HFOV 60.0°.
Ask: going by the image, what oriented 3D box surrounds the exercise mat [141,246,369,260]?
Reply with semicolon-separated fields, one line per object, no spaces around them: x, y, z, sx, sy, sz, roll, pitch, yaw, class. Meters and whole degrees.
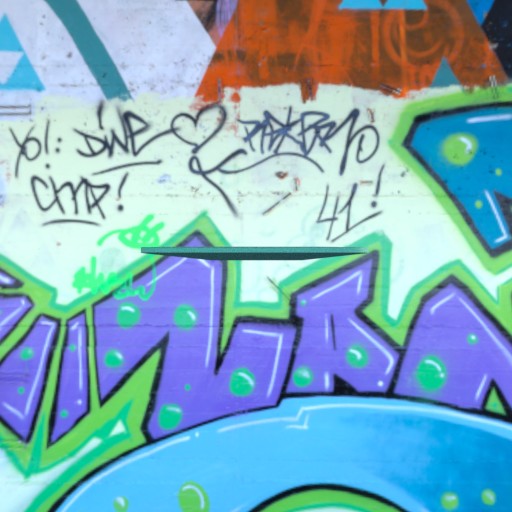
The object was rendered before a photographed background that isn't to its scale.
0.000;0.000;2.070;0.616;0.021;1.869;0;-1;0;exercise mat
